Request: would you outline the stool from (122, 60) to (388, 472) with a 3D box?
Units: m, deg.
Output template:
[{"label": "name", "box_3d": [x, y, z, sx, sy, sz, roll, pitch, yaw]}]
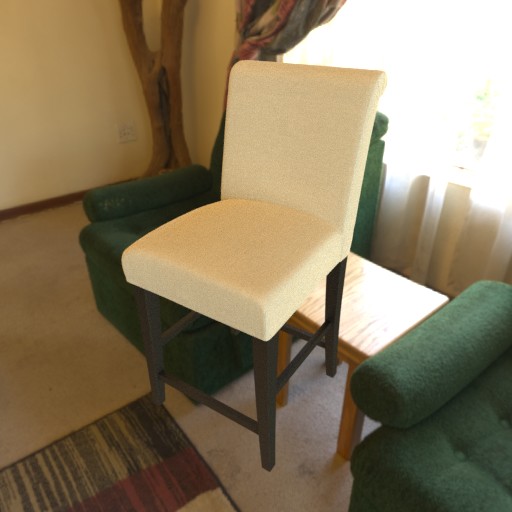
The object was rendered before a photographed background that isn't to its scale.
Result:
[{"label": "stool", "box_3d": [0.000, 0.000, 1.283, 0.452, 0.976, 0.597, 18, 34, 29]}]
